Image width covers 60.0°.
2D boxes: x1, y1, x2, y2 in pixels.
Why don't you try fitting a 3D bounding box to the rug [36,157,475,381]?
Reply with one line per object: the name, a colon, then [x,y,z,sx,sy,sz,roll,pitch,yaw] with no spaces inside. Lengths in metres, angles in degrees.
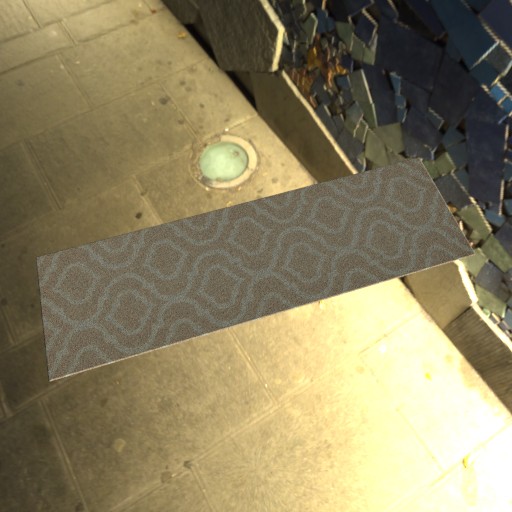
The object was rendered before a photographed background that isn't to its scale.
rug: [0.000,0.000,2.410,2.289,0.013,0.691,-16,65,-7]
